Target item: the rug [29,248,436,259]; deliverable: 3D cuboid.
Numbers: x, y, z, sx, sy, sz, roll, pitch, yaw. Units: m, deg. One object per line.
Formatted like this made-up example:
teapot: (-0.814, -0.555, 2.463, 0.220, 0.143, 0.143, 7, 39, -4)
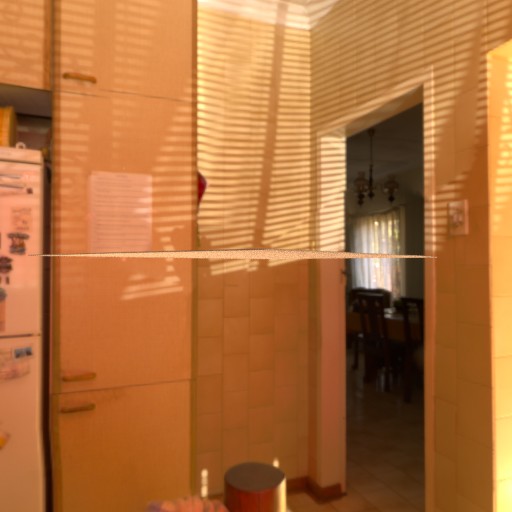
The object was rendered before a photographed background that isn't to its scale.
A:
rug: (0.000, 0.000, 4.115, 2.438, 0.013, 3.048, -1, -1, 37)
